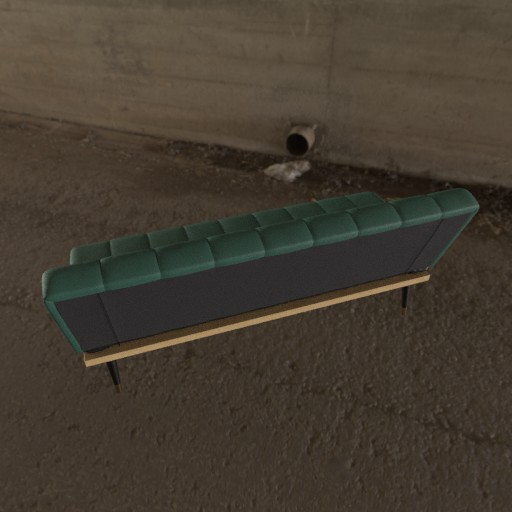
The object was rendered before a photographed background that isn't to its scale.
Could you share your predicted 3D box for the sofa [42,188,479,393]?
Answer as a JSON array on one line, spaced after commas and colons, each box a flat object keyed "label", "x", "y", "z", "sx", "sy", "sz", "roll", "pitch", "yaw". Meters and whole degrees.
[{"label": "sofa", "x": 0.000, "y": 0.000, "z": 2.252, "sx": 1.810, "sy": 0.820, "sz": 0.830, "roll": -12, "pitch": 41, "yaw": -14}]
